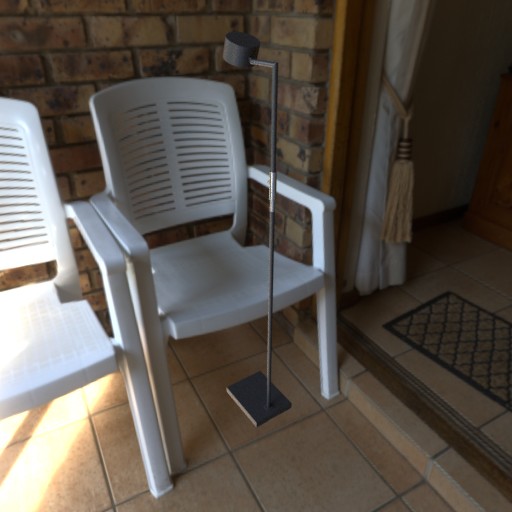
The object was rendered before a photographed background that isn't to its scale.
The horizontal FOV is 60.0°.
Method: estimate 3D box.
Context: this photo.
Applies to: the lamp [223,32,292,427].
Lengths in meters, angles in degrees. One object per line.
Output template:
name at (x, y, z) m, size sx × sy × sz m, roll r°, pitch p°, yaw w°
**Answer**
lamp at (0.000, 0.000, 1.781) m, size 0.203 × 1.600 × 0.304 m, roll -19°, pitch 34°, yaw -30°
